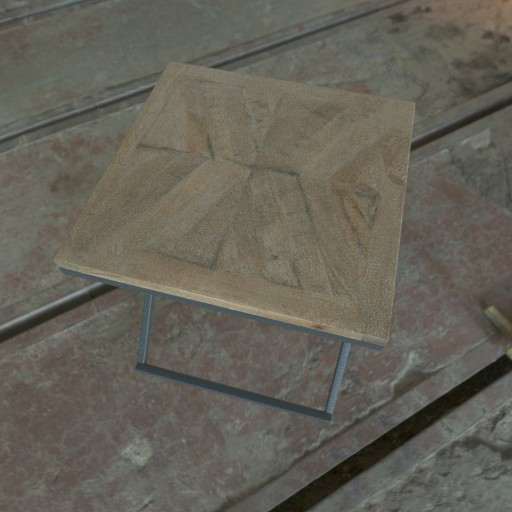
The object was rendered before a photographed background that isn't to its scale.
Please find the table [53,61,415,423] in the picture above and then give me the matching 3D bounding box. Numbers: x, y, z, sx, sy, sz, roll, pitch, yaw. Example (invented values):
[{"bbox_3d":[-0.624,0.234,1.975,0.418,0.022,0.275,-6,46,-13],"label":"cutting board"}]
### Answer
[{"bbox_3d":[0.000,0.000,0.985,0.499,0.550,0.498,13,59,8],"label":"table"}]
